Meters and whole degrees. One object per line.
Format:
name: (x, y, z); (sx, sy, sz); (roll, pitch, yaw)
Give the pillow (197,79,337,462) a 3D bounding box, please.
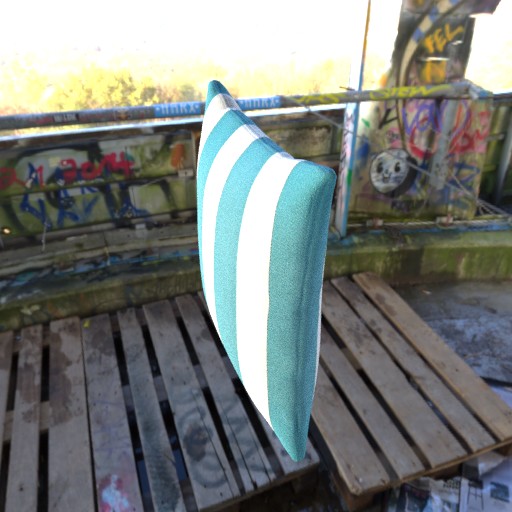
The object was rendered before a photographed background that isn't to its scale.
pillow: (0.000, 0.000, 0.811); (0.189, 0.526, 0.536); (-10, 33, -16)
